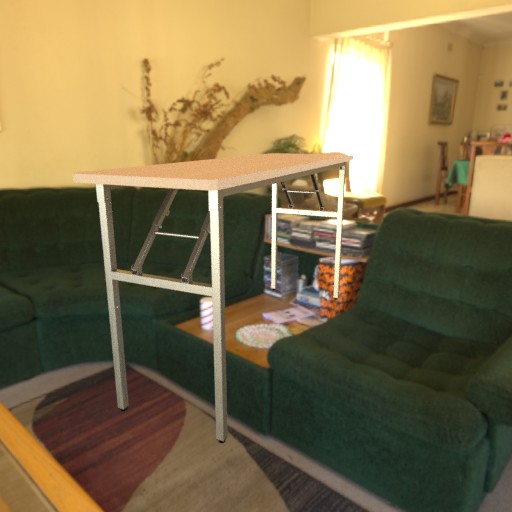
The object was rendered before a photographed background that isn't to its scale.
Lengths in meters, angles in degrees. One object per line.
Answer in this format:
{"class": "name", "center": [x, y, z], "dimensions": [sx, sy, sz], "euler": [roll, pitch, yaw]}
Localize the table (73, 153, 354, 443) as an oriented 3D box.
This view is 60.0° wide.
{"class": "table", "center": [0.000, 0.000, 1.788], "dimensions": [0.446, 0.750, 1.397], "euler": [7, 17, 24]}
